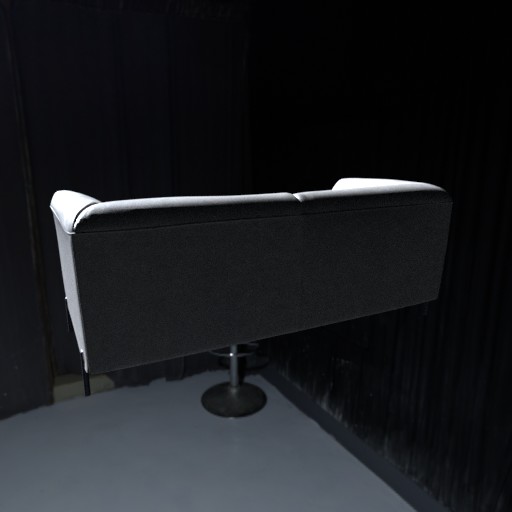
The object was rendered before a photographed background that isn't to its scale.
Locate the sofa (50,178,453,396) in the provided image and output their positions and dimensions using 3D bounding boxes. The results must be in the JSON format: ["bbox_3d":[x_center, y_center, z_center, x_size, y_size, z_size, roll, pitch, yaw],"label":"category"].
[{"bbox_3d":[0.000,0.000,2.329,1.878,0.747,0.905,-7,16,-26],"label":"sofa"}]
